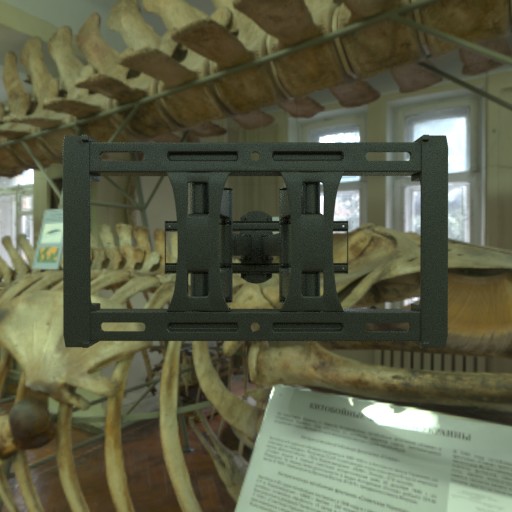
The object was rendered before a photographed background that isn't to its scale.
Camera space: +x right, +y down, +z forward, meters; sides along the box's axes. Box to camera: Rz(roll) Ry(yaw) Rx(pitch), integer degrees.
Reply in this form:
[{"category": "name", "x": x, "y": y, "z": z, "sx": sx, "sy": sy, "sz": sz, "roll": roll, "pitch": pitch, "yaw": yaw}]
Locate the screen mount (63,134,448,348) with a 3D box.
[{"category": "screen mount", "x": 0.000, "y": 0.000, "z": 0.929, "sx": 0.571, "sy": 0.424, "sz": 0.556, "roll": 0, "pitch": 0, "yaw": 0}]
